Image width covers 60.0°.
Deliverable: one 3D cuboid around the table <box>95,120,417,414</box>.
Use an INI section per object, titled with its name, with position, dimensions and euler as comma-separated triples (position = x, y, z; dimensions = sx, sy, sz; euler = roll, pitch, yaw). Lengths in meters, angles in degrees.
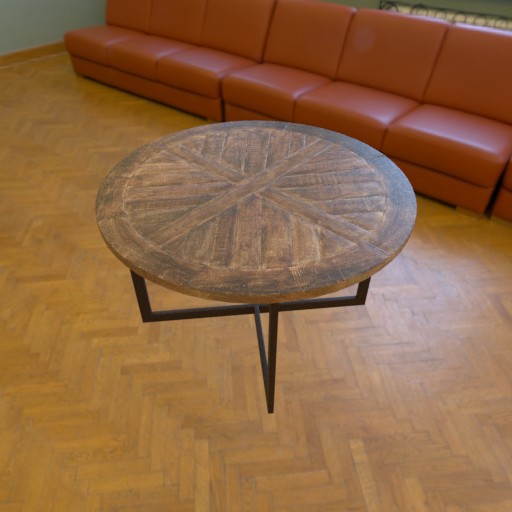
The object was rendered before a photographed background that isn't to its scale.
[table]
position = 0.000, 0.000, 2.050
dimensions = 1.264, 0.762, 1.264
euler = 0, 40, 0
